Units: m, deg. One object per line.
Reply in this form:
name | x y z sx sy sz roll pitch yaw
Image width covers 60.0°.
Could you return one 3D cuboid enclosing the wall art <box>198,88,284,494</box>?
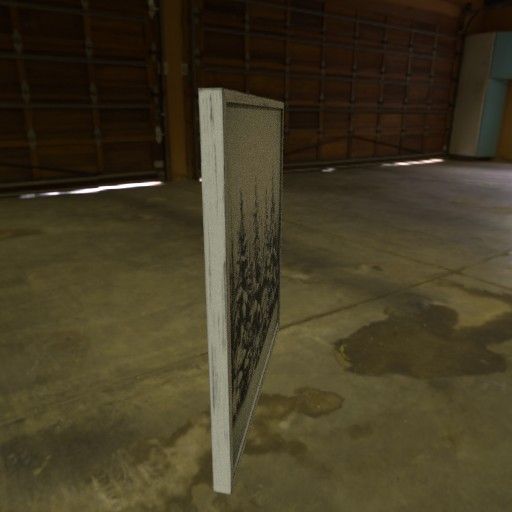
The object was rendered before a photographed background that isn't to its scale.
wall art | 0.000 0.000 1.129 0.037 0.761 0.761 3 18 10
